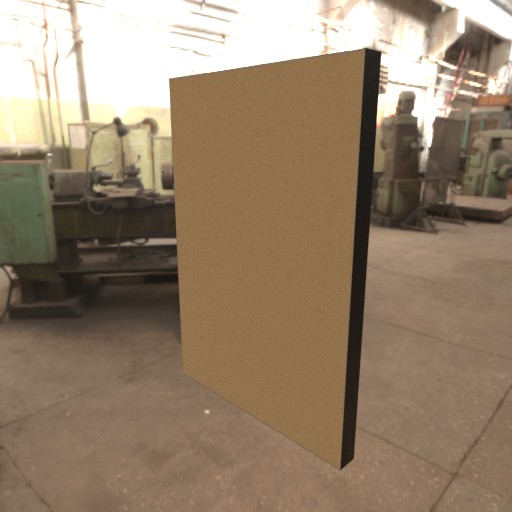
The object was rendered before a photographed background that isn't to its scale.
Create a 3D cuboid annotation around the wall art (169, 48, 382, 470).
[{"bbox_3d":[0.000,0.000,0.579,0.031,0.457,0.313,-15,21,-43],"label":"wall art"}]
